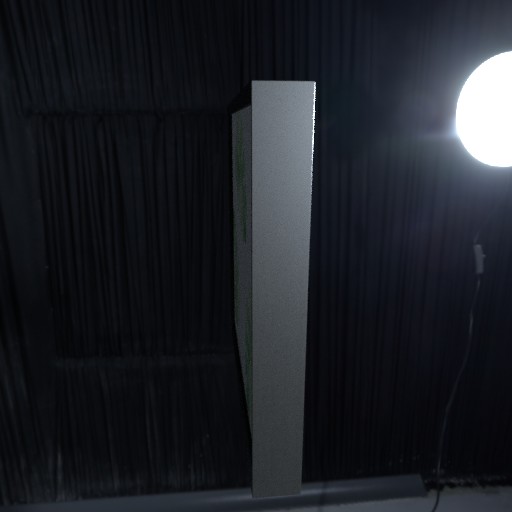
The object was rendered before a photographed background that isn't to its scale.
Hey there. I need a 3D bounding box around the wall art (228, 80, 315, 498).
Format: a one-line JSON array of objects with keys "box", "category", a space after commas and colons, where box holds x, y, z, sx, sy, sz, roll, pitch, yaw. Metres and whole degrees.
[{"box": [0.000, 0.000, 0.449, 0.038, 0.304, 0.304, -2, 16, -6], "category": "wall art"}]
